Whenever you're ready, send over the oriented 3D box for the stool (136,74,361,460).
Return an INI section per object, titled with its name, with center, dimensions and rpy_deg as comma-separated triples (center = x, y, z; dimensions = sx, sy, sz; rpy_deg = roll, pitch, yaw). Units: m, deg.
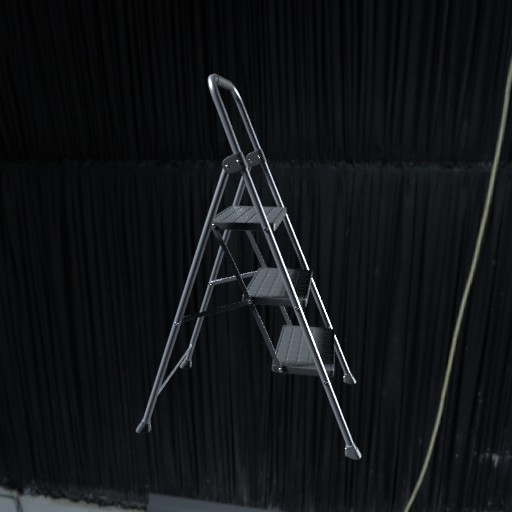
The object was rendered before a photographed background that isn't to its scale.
[stool]
center = 0.000, 0.000, 1.482
dimensions = 0.733, 1.121, 0.473
rpy_deg = 3, 15, 10
